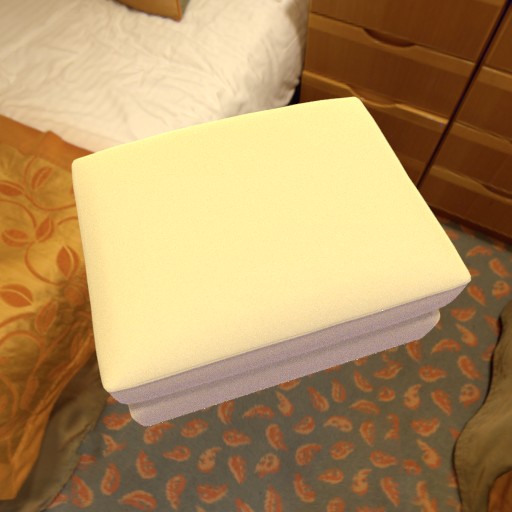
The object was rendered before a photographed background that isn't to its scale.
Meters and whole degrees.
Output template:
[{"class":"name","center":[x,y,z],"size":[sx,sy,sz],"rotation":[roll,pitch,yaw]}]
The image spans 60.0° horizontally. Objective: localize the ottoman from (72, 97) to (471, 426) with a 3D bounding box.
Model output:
[{"class":"ottoman","center":[0.000,0.000,1.109],"size":[0.741,0.513,0.584],"rotation":[-15,61,-9]}]
